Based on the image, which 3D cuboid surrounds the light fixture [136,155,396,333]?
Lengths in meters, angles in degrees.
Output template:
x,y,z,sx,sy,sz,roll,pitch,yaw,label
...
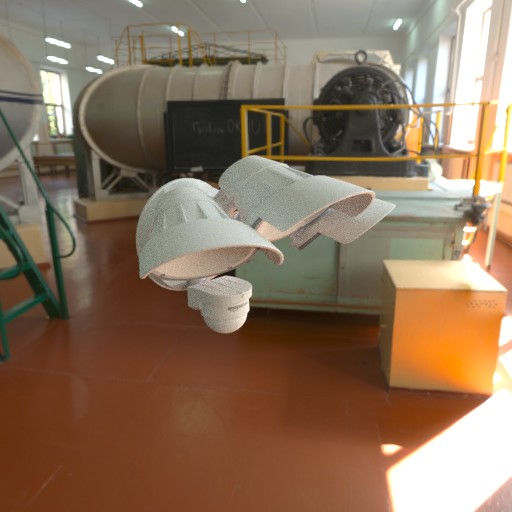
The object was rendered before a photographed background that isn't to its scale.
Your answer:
x,y,z,sx,sy,sz,roll,pitch,yaw,label
0.000,0.000,0.537,0.278,0.237,0.369,15,21,42,light fixture
